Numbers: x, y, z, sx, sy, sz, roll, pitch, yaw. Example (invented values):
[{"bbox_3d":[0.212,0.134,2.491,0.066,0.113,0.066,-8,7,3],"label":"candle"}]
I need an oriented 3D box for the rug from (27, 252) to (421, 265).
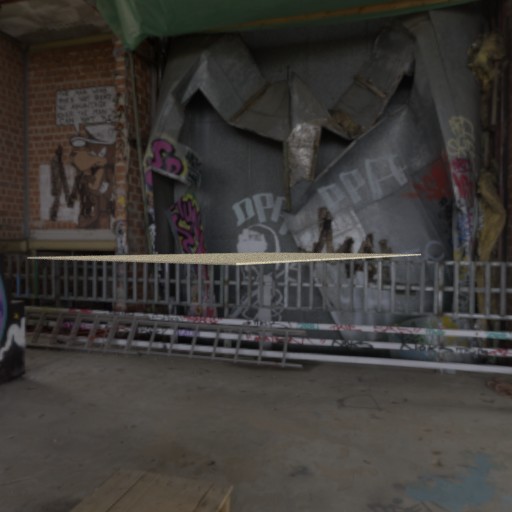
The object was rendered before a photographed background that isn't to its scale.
[{"bbox_3d":[0.000,0.000,2.253,1.143,0.006,1.747,1,2,36],"label":"rug"}]
